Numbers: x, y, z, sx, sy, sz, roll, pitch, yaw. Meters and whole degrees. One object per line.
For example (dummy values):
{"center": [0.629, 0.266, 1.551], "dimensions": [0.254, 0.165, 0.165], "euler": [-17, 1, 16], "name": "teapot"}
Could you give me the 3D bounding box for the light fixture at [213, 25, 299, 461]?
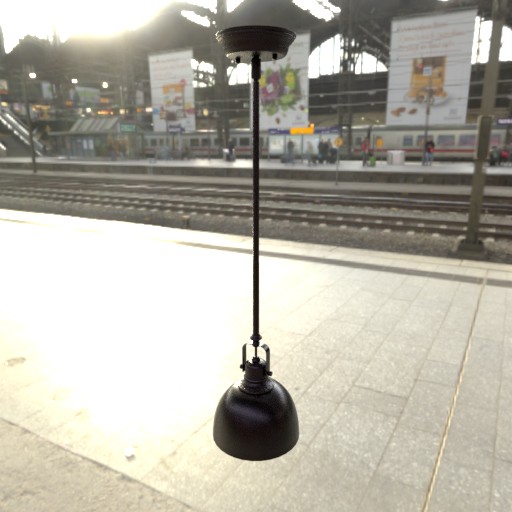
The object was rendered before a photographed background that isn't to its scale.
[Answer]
{"center": [0.000, 0.000, 0.843], "dimensions": [0.182, 0.768, 0.182], "euler": [7, 16, 27], "name": "light fixture"}
